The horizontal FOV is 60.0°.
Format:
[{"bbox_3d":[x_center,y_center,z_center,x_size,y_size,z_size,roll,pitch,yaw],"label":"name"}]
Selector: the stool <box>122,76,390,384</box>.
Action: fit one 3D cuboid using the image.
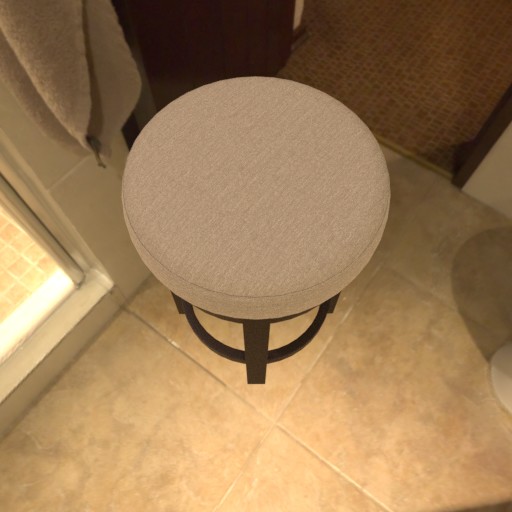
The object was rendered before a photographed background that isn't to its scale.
[{"bbox_3d":[0.000,0.000,0.984,0.443,0.672,0.443,0,64,0],"label":"stool"}]
